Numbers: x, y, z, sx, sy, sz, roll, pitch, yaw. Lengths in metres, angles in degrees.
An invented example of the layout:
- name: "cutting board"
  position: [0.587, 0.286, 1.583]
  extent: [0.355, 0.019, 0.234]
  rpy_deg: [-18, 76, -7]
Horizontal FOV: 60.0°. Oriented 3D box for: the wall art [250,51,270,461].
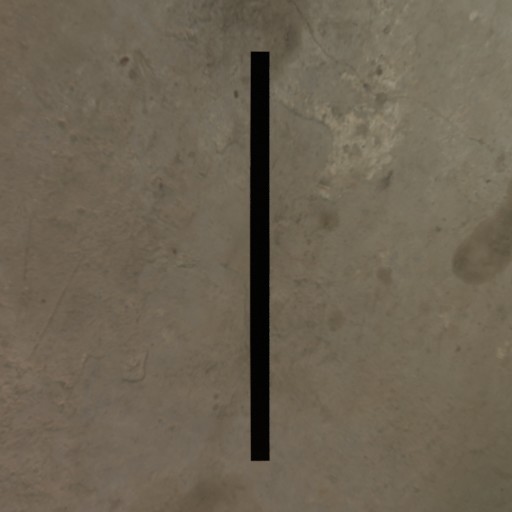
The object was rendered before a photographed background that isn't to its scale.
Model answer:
- name: "wall art"
  position: [0.000, 0.000, 1.401]
  extent: [0.040, 1.062, 0.805]
  rpy_deg: [0, 90, -1]
